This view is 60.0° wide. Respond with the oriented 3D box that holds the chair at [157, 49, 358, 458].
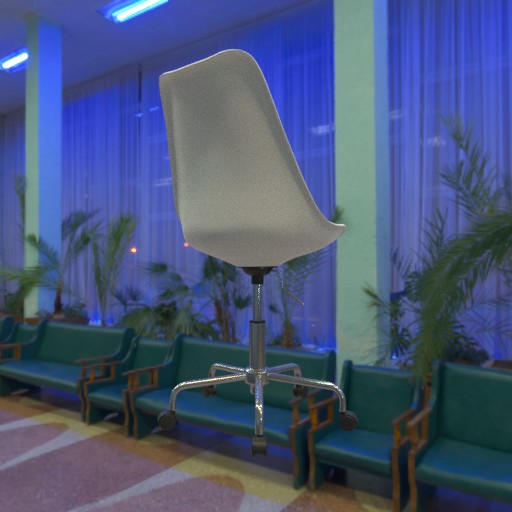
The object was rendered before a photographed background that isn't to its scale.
[{"bbox_3d":[0.000,0.000,1.274,0.550,0.930,0.550,-1,-1,37],"label":"chair"}]
